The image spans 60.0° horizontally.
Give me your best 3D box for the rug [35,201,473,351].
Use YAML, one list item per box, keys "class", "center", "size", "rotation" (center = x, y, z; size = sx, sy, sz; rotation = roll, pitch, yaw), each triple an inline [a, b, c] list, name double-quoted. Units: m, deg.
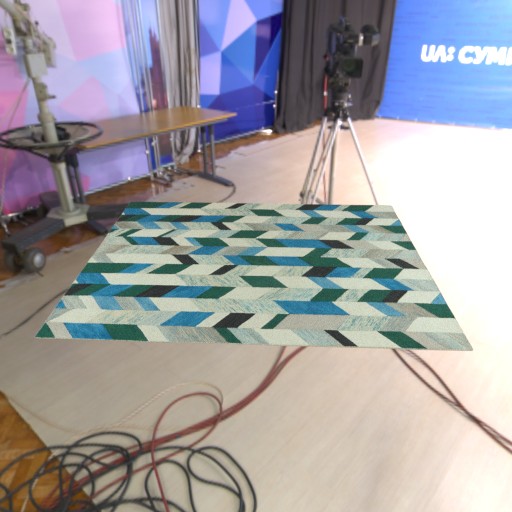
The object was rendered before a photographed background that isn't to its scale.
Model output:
- class: "rug"
  center: [0.000, 0.000, 4.094]
  size: [3.036, 0.008, 2.440]
  rotation: [1, 30, 2]
